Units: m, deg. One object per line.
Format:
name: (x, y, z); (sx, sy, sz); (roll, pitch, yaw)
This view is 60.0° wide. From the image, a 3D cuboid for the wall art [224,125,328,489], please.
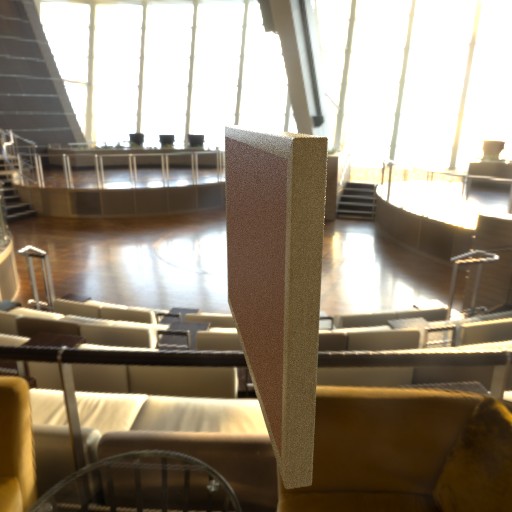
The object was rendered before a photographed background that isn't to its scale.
wall art: (0.000, 0.000, 0.691); (0.032, 0.381, 0.533); (-3, 18, -10)
